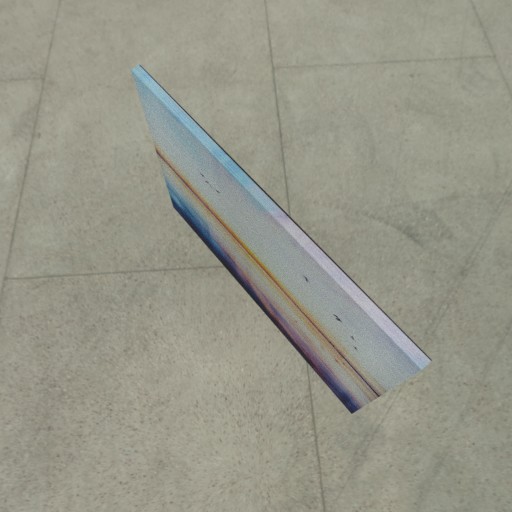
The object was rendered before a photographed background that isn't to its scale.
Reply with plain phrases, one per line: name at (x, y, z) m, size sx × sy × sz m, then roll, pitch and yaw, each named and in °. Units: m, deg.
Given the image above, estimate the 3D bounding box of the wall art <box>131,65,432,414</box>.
wall art at (0.000, 0.000, 0.777) m, size 0.018 × 0.402 × 0.604 m, roll -36°, pitch 69°, yaw -16°
